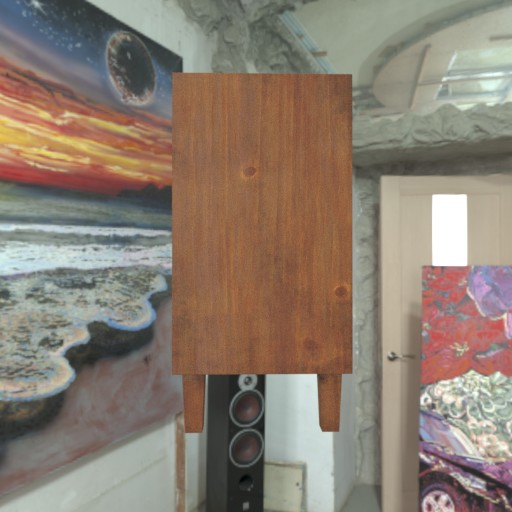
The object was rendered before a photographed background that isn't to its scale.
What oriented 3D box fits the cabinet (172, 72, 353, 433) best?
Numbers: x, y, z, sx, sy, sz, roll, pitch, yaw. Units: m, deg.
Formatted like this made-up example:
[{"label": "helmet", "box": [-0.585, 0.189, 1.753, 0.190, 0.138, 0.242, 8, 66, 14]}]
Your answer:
[{"label": "cabinet", "box": [0.000, 0.000, 1.583, 0.403, 0.805, 1.204, 0, 0, -1]}]
